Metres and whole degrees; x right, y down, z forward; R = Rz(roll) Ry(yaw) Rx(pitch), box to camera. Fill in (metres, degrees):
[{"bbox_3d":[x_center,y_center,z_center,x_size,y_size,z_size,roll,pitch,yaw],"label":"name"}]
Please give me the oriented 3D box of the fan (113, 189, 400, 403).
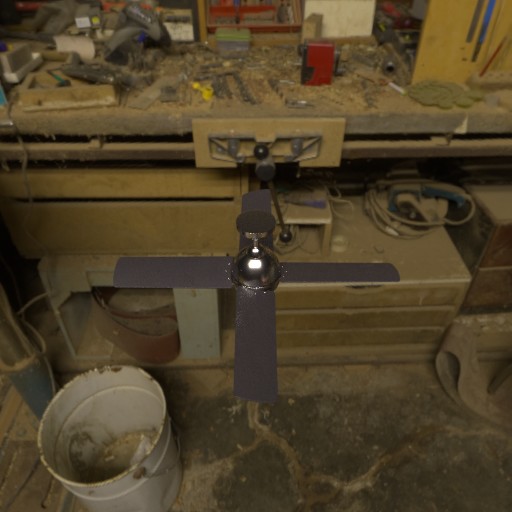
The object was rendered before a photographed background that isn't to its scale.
[{"bbox_3d":[0.000,0.000,2.017,1.332,0.403,1.332,0,43,0],"label":"fan"}]
